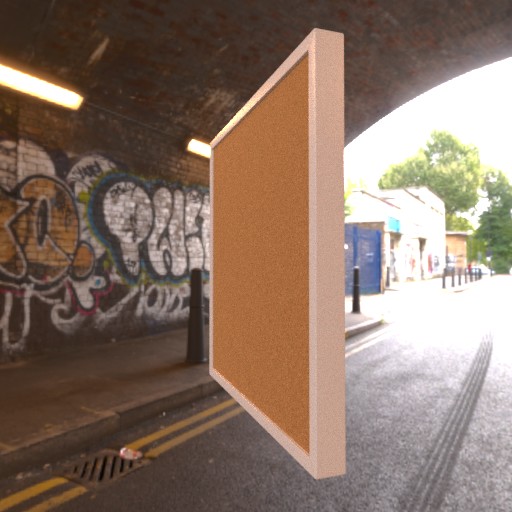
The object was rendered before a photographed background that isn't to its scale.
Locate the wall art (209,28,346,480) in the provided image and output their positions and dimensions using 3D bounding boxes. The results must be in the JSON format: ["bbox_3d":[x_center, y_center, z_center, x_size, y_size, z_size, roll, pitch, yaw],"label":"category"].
[{"bbox_3d":[0.000,0.000,0.741,0.038,0.508,0.508,0,-1,-19],"label":"wall art"}]
